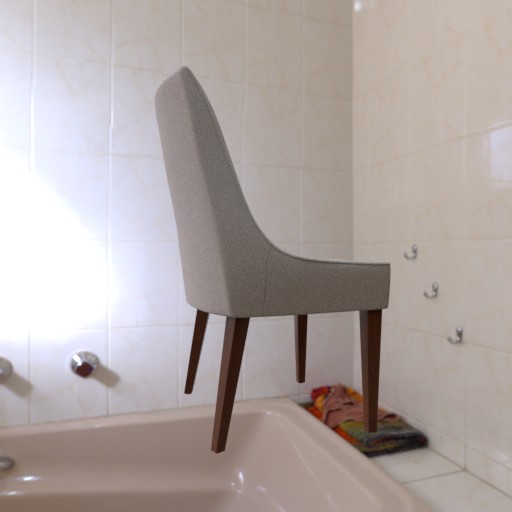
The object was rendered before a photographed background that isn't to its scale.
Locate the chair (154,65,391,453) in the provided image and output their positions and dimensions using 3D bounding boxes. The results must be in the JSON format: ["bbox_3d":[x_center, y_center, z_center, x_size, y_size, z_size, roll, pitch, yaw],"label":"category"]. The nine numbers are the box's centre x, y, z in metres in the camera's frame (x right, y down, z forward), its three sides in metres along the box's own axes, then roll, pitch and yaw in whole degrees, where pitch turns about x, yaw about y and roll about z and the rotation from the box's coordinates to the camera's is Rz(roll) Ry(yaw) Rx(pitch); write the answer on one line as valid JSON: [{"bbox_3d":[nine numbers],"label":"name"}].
[{"bbox_3d":[0.000,0.000,1.220,0.544,0.861,0.529,0,0,-17],"label":"chair"}]
